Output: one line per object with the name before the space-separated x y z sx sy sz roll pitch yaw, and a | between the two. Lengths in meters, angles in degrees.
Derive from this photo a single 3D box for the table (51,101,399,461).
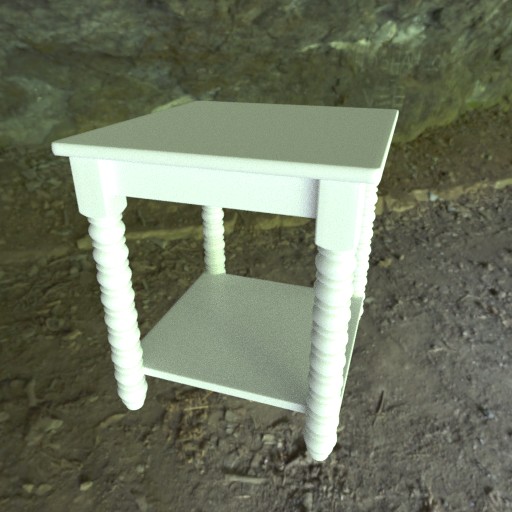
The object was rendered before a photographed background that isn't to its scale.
table | 0.000 0.000 0.963 0.500 0.563 0.533 8 27 16
